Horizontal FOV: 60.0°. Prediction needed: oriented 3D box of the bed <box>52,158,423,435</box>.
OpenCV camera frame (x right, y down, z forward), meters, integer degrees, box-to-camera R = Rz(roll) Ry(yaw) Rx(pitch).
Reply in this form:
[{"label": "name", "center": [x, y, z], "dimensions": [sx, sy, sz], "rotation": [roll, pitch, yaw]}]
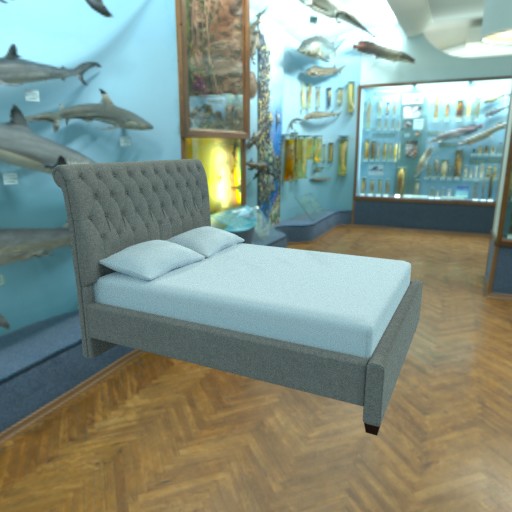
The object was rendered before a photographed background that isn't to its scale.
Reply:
[{"label": "bed", "center": [0.000, 0.000, 3.349], "dimensions": [2.252, 1.371, 1.645], "rotation": [7, 16, 26]}]
